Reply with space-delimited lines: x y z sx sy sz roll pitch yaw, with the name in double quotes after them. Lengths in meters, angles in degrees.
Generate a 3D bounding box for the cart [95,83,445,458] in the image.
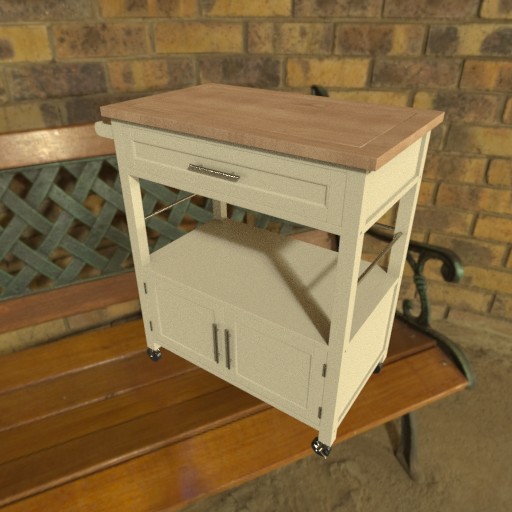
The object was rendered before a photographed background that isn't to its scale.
0.000 0.000 1.387 0.840 0.901 0.459 19 35 29 "cart"
